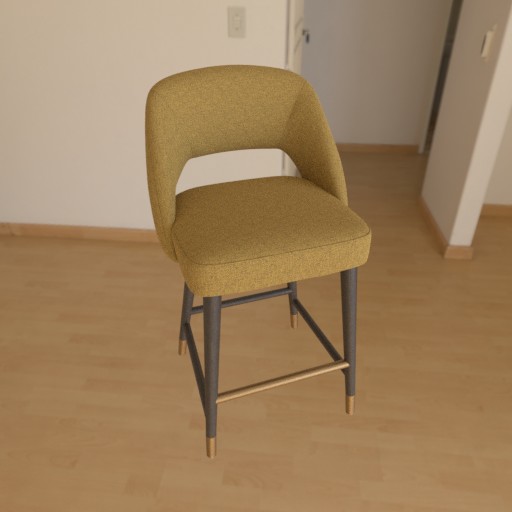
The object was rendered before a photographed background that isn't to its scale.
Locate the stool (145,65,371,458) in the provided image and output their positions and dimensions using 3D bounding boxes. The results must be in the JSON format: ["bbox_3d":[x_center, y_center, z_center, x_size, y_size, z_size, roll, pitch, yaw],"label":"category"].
[{"bbox_3d":[0.000,0.000,1.257,0.536,0.939,0.522,-10,33,-16],"label":"stool"}]
